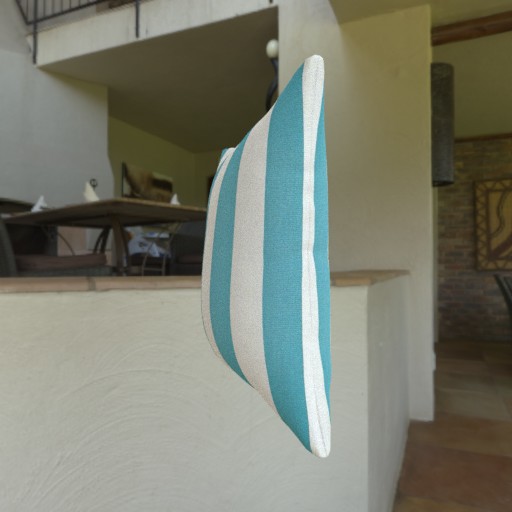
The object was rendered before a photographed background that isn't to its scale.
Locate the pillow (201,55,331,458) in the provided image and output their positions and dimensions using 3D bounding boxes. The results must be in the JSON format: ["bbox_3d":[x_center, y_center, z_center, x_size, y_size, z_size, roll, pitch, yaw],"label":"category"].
[{"bbox_3d":[0.000,0.000,0.818,0.189,0.526,0.536,0,-1,-19],"label":"pillow"}]
